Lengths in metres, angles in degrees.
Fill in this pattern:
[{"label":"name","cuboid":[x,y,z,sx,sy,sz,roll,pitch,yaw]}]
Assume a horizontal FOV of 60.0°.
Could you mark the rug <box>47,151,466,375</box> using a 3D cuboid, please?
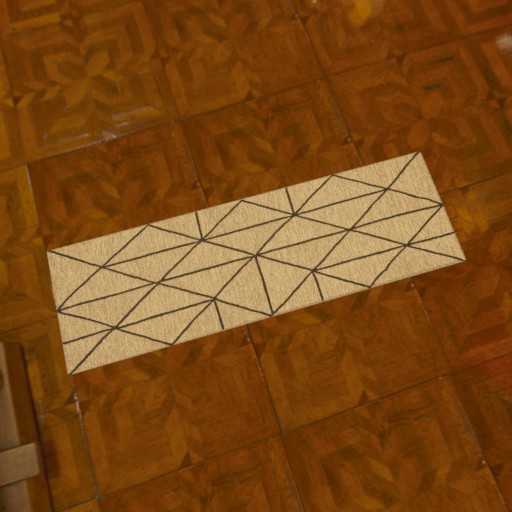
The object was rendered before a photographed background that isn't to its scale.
[{"label":"rug","cuboid":[0.000,0.000,2.697,2.438,0.012,0.762,-16,76,-4]}]
